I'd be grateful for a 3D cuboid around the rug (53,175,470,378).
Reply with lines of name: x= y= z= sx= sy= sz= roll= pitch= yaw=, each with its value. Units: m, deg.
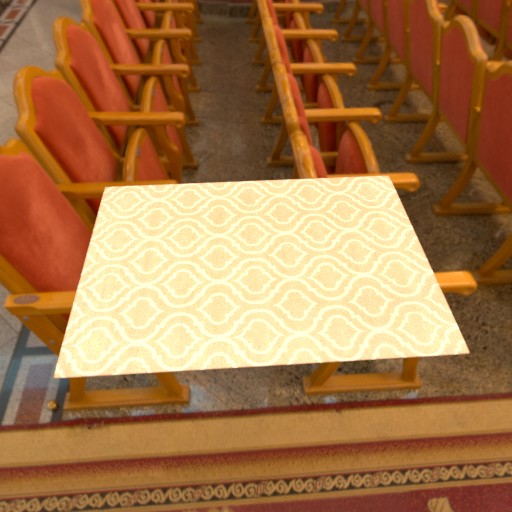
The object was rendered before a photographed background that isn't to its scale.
rug: x=0.000 y=0.000 z=4.387 sx=3.353 sy=0.010 sz=2.438 roll=-3 pitch=46 yaw=-3
